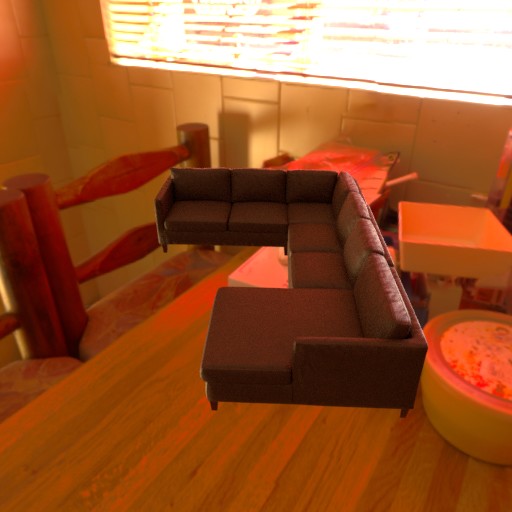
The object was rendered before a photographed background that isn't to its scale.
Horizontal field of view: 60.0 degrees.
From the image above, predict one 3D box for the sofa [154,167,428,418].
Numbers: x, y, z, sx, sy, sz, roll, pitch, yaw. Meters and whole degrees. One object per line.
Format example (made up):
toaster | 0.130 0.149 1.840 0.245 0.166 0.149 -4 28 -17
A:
sofa | 0.000 0.000 4.707 2.593 0.923 3.460 1 30 2
